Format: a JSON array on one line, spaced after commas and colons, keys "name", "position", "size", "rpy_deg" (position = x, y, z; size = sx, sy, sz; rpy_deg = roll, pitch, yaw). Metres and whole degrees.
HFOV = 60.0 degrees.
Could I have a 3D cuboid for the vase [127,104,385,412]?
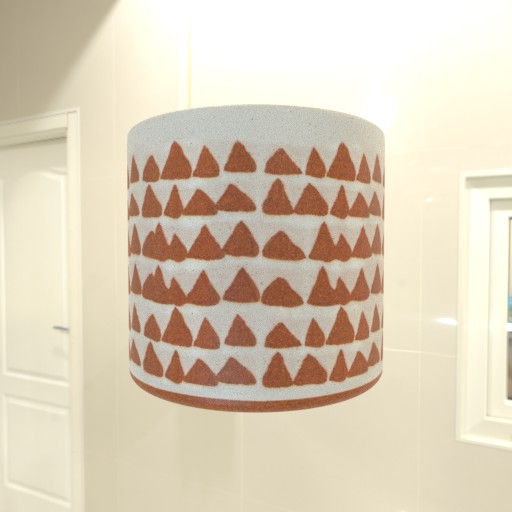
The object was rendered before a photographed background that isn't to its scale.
[{"name": "vase", "position": [0.000, 0.000, 0.247], "size": [0.137, 0.127, 0.137], "rpy_deg": [0, 2, 0]}]
